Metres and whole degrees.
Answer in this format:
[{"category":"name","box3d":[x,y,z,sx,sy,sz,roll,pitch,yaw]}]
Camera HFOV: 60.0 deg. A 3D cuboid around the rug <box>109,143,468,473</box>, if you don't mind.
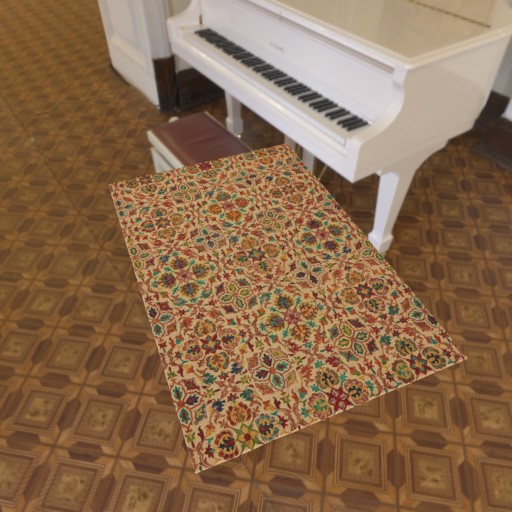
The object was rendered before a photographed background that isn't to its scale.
[{"category":"rug","box3d":[0.000,0.000,2.929,1.541,0.018,2.297,-17,49,-15]}]
